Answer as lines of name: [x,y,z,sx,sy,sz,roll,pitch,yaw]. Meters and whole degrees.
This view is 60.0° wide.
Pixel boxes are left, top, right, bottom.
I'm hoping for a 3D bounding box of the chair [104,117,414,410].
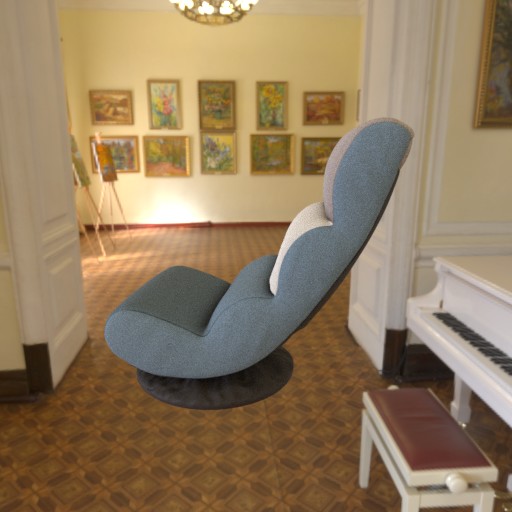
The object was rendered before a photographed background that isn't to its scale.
chair: [0.000,0.000,1.108,0.661,0.641,0.420,2,14,8]
